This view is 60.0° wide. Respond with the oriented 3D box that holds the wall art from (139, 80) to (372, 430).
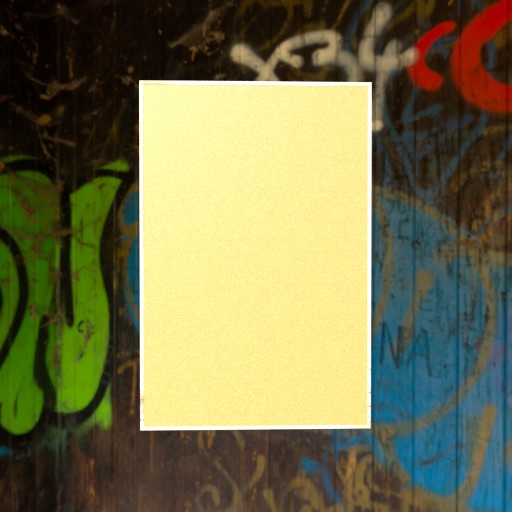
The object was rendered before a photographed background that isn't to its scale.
[{"bbox_3d":[0.000,0.000,0.992,0.508,0.764,0.038,0,1,-1],"label":"wall art"}]
